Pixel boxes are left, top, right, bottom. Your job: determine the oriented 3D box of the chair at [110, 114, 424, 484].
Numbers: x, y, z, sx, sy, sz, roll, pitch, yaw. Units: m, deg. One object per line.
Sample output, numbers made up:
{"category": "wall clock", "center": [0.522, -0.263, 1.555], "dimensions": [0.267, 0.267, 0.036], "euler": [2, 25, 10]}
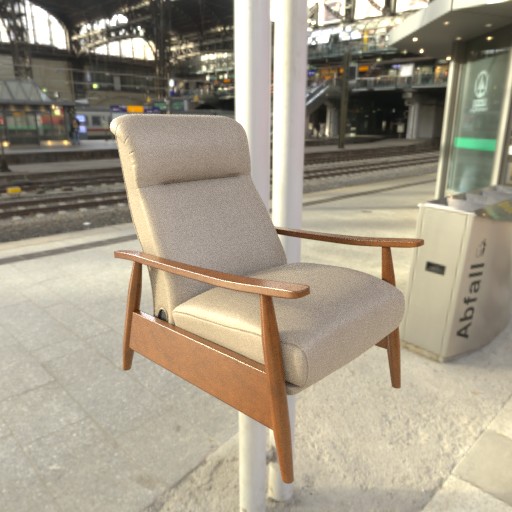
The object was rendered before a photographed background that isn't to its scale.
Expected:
{"category": "chair", "center": [0.000, 0.000, 1.759], "dimensions": [1.032, 1.082, 0.762], "euler": [15, 22, 42]}
